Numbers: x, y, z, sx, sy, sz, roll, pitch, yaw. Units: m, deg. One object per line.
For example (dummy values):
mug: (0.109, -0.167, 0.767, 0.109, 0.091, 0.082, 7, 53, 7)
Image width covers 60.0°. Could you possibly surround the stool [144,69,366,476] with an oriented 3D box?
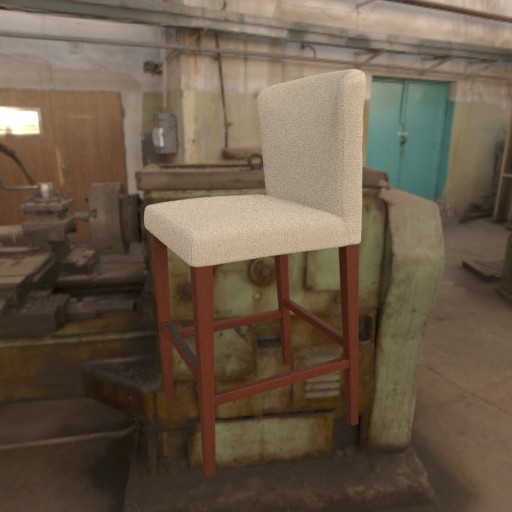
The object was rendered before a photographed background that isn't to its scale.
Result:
stool: (0.000, 0.000, 1.349, 0.568, 1.069, 0.481, -8, 18, -25)
